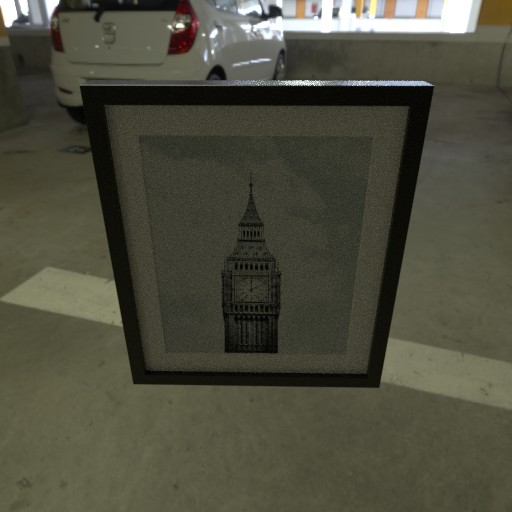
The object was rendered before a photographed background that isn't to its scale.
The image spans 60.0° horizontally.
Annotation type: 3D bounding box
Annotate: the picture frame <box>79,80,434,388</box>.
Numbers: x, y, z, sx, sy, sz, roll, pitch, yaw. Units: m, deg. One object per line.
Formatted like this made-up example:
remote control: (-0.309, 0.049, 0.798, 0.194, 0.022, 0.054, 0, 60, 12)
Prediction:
picture frame: (0.000, 0.000, 0.515, 0.328, 0.378, 0.034, 1, 29, 1)
